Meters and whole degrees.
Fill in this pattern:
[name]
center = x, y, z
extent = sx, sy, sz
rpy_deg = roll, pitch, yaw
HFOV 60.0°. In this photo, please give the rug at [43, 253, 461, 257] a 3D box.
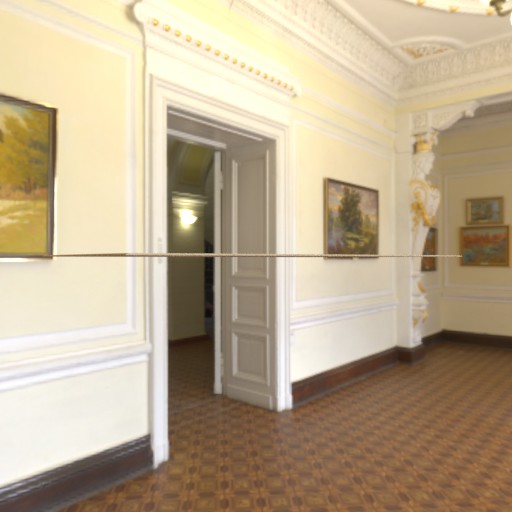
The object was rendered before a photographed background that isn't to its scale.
[rug]
center = 0.000, 0.000, 2.869
extent = 2.284, 0.008, 1.522
rpy_deg = 0, 0, -36
